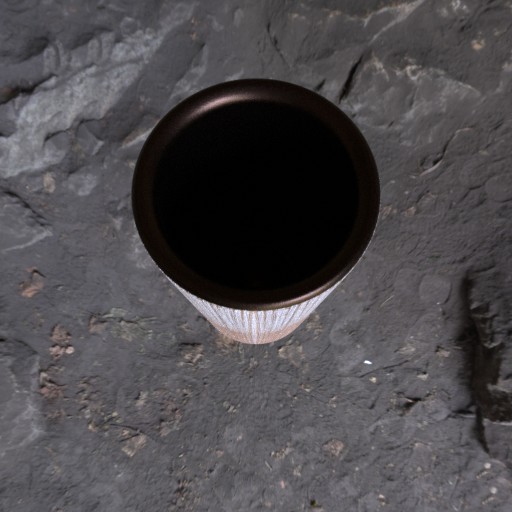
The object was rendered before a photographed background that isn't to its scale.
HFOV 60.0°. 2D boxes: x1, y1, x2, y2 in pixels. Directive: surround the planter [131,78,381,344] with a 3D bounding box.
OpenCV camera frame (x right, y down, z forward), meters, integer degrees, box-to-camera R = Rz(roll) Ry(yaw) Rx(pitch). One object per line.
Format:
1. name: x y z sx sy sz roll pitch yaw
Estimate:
1. planter: 0.000 0.000 0.285 0.100 0.227 0.100 26 77 6
